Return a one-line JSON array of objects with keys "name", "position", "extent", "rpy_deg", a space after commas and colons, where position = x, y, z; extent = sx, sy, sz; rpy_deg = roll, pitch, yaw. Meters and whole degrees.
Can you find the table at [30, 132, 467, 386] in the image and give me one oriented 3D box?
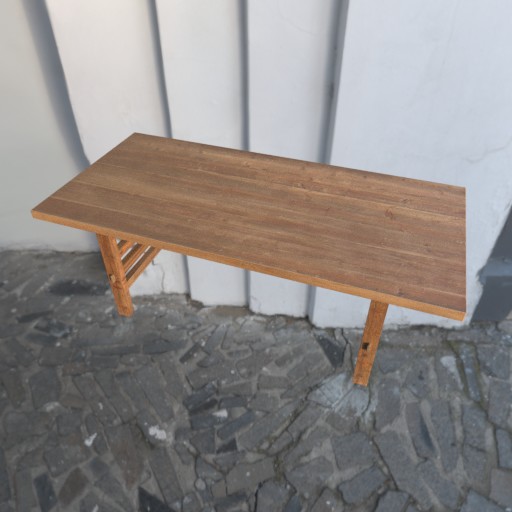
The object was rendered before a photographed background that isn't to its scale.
[{"name": "table", "position": [0.000, 0.000, 2.490], "extent": [2.003, 0.760, 0.952], "rpy_deg": [13, 42, 15]}]
